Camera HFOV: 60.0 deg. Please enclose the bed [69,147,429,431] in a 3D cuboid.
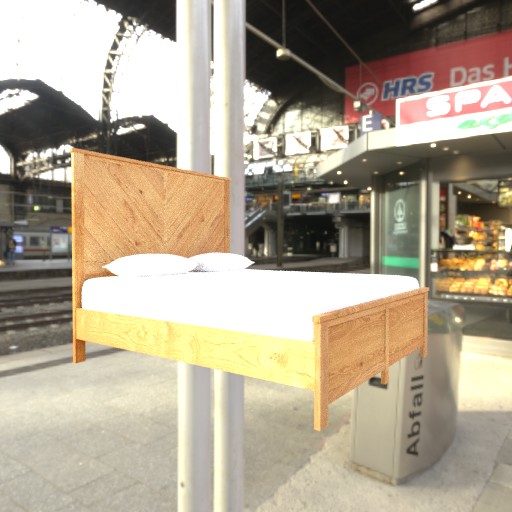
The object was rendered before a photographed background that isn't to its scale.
[{"bbox_3d":[0.000,0.000,3.605,2.201,1.686,1.936,1,2,36],"label":"bed"}]
